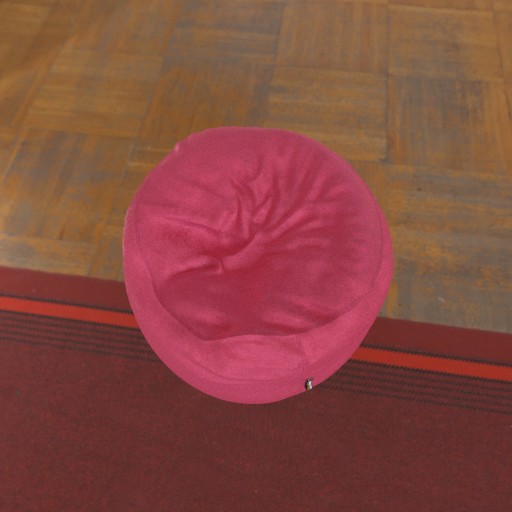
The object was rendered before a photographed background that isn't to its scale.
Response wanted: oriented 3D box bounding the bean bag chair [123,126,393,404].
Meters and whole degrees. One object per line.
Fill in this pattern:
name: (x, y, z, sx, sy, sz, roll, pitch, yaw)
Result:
bean bag chair: (0.000, 0.000, 2.046, 1.218, 0.788, 1.218, 0, 62, 0)
